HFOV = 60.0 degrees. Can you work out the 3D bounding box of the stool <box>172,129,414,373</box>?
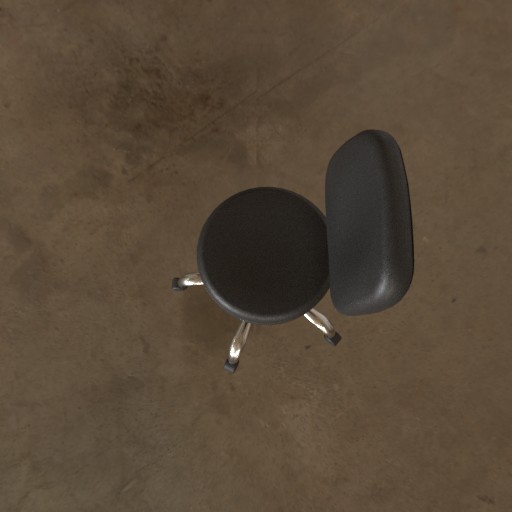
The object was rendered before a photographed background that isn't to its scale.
[{"bbox_3d":[0.000,0.000,1.312,0.648,0.862,0.673,-1,75,0],"label":"stool"}]
